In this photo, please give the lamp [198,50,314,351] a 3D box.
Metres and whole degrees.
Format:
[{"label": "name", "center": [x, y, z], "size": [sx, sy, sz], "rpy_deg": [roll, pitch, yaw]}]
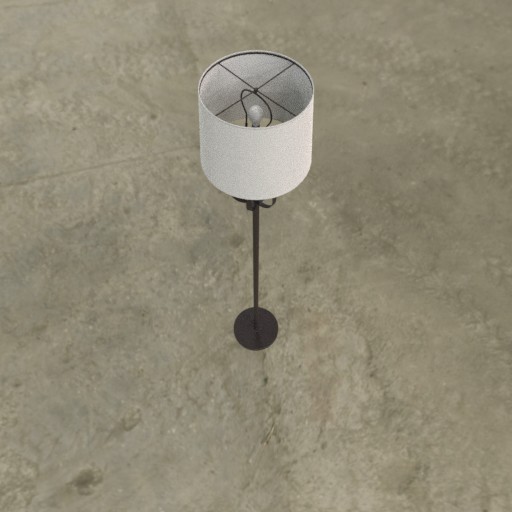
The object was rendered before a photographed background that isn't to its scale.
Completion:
[{"label": "lamp", "center": [0.000, 0.000, 1.594], "size": [0.286, 1.462, 0.286], "rpy_deg": [13, 61, 7]}]
